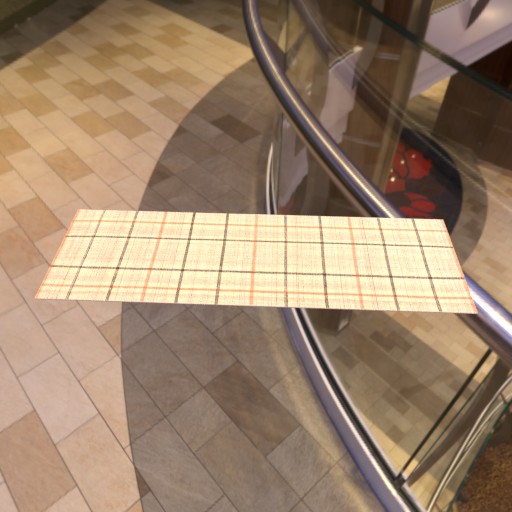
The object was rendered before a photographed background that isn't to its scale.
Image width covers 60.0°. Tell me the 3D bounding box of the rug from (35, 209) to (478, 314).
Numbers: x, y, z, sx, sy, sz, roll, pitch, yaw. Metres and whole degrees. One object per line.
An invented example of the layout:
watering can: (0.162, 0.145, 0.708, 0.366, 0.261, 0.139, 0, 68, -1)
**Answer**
rug: (0.000, 0.000, 2.699, 2.439, 0.008, 0.762, 2, 46, 2)
